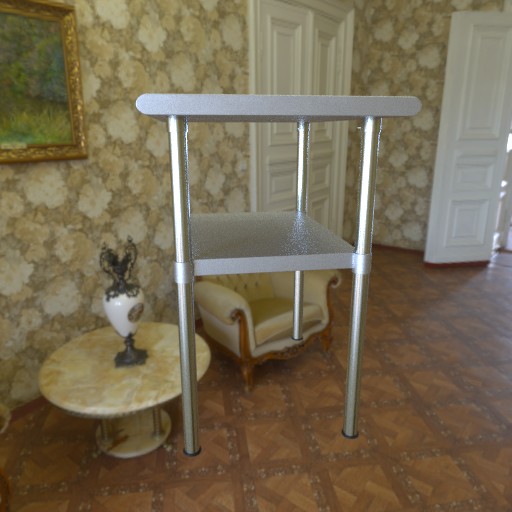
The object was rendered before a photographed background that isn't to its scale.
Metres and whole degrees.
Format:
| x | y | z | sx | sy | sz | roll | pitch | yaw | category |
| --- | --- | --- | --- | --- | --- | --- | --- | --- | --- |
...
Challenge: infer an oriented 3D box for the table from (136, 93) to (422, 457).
| x | y | z | sx | sy | sz | roll | pitch | yaw | category |
| --- | --- | --- | --- | --- | --- | --- | --- | --- | --- |
| 0.000 | 0.000 | 1.361 | 0.584 | 0.876 | 0.762 | -2 | 16 | -9 | table |
